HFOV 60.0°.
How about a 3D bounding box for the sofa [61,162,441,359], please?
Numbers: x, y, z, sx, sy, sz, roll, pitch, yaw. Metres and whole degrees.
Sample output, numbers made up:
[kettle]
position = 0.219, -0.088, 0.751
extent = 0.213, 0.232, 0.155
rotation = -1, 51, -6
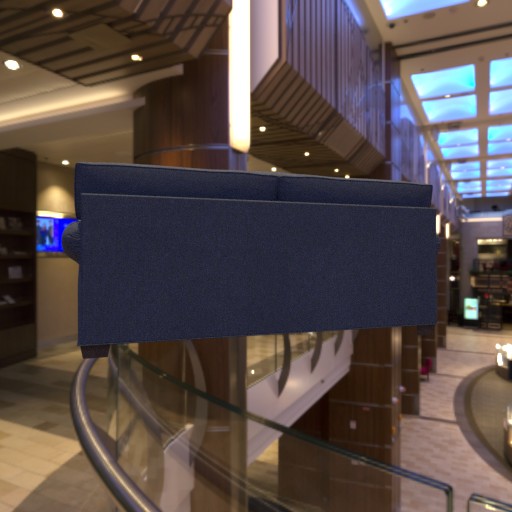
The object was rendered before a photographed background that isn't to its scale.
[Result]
[sofa]
position = 0.000, 0.000, 2.981
extent = 2.391, 1.026, 0.954
rotation = 0, 0, -19
